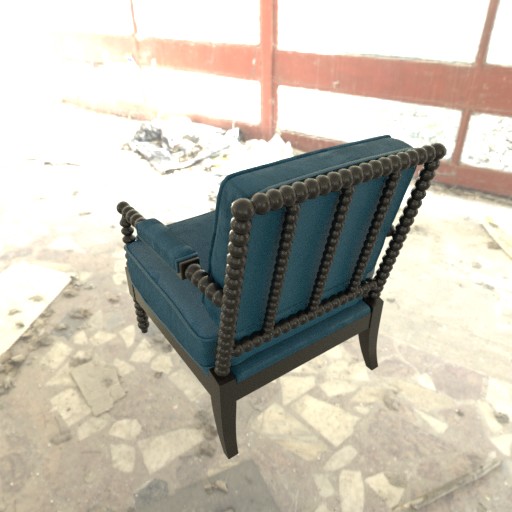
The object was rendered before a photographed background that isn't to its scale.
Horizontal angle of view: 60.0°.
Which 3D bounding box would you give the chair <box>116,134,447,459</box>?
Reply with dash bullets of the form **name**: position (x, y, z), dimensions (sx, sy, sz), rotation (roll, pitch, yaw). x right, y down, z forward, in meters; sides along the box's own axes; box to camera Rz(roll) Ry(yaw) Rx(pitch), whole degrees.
- **chair**: position (0.000, 0.000, 1.456), dimensions (0.688, 0.857, 0.805), rotation (-20, 37, -29)
